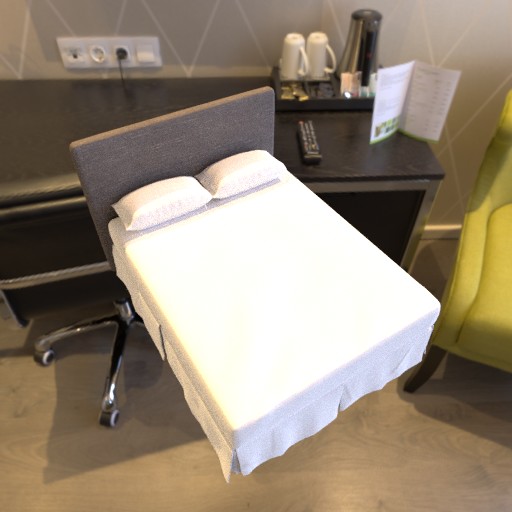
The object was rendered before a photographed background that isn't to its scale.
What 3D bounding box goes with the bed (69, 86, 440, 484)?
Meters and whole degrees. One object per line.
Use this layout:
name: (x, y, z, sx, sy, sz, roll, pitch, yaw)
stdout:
bed: (0.000, 0.000, 3.167, 1.723, 1.330, 2.142, -24, 51, -22)
